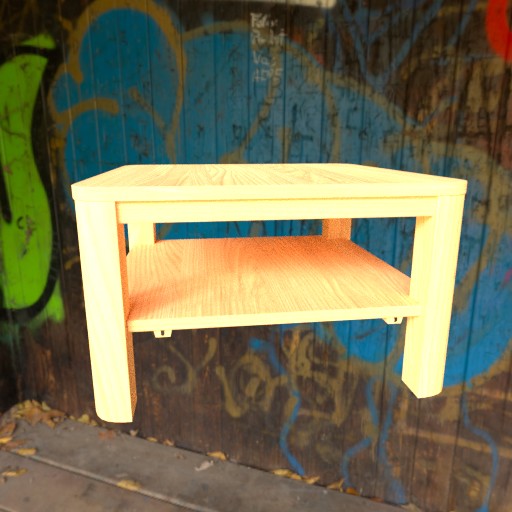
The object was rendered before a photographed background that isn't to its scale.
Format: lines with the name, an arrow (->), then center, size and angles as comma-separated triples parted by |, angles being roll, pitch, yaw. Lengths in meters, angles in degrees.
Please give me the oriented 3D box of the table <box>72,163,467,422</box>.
table -> 0.000, 0.000, 1.196 | 0.750, 0.450, 0.750 | -2, 15, -8
